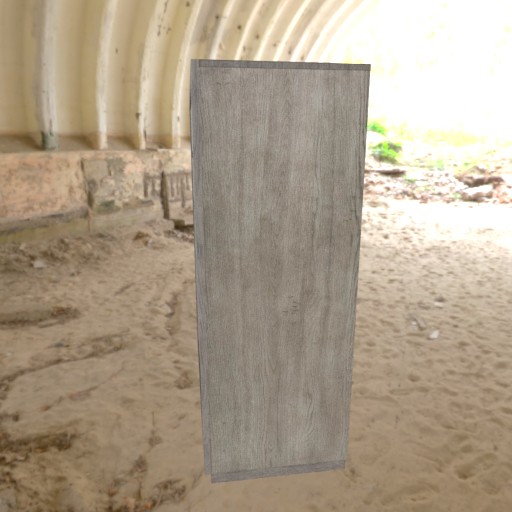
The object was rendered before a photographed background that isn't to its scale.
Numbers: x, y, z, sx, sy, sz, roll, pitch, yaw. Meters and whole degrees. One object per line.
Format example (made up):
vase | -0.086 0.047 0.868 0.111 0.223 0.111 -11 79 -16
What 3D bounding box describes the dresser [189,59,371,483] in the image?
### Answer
dresser | 0.000 0.000 1.781 0.483 1.295 0.967 -2 15 -8
